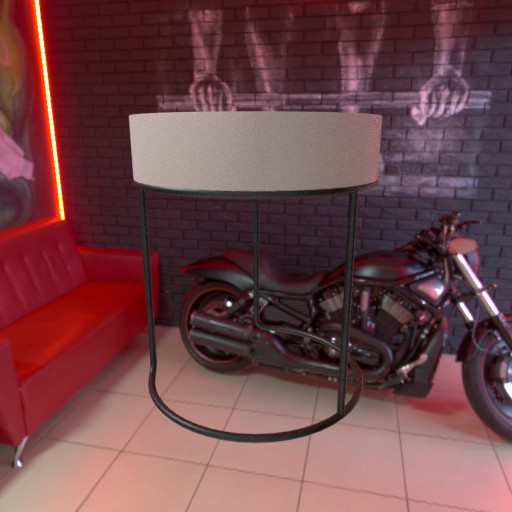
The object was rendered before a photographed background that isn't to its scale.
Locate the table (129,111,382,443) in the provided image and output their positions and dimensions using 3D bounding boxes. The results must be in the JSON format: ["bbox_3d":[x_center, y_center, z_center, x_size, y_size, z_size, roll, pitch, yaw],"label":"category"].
[{"bbox_3d":[0.000,0.000,0.883,0.450,0.530,0.450,0,16,0],"label":"table"}]
